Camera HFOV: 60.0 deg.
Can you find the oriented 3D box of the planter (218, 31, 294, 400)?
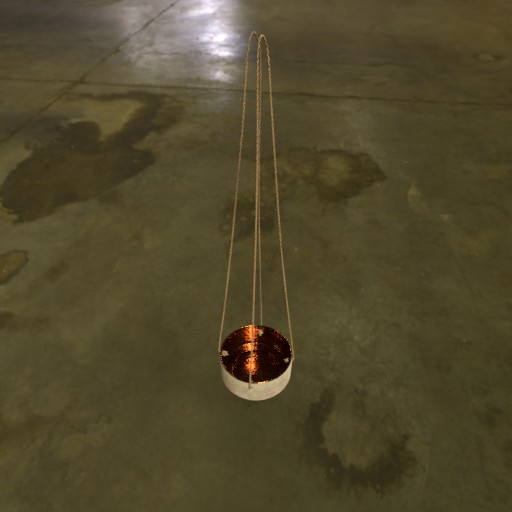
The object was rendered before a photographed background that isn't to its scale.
[{"bbox_3d":[0.000,0.000,1.110,0.223,1.030,0.223,-26,47,-27],"label":"planter"}]
